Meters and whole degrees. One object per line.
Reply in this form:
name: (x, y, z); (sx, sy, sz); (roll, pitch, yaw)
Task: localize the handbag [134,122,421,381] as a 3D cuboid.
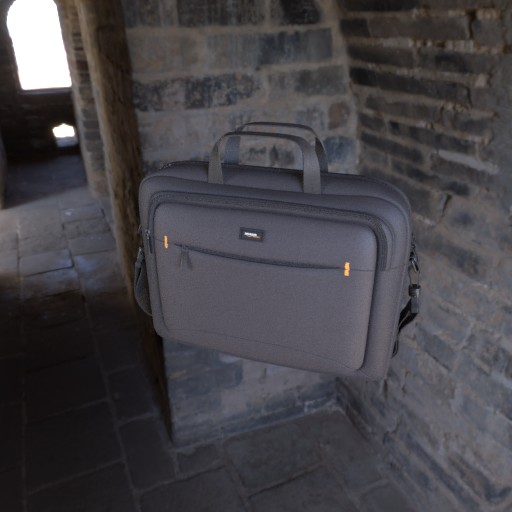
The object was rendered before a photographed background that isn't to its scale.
handbag: (0.000, 0.000, 0.591); (0.429, 0.330, 0.126); (8, 28, 16)
